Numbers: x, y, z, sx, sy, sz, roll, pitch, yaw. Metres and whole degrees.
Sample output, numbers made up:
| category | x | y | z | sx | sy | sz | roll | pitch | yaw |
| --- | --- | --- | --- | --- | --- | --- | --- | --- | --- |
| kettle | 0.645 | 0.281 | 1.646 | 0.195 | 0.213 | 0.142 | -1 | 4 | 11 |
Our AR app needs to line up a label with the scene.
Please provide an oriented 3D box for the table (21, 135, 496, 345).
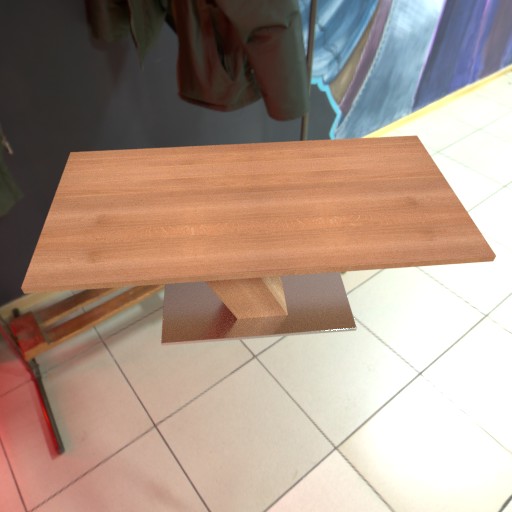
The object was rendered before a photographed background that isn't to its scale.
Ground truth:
| category | x | y | z | sx | sy | sz | roll | pitch | yaw |
| --- | --- | --- | --- | --- | --- | --- | --- | --- | --- |
| table | 0.000 | 0.000 | 2.251 | 1.800 | 0.750 | 0.900 | -4 | 46 | -4 |
